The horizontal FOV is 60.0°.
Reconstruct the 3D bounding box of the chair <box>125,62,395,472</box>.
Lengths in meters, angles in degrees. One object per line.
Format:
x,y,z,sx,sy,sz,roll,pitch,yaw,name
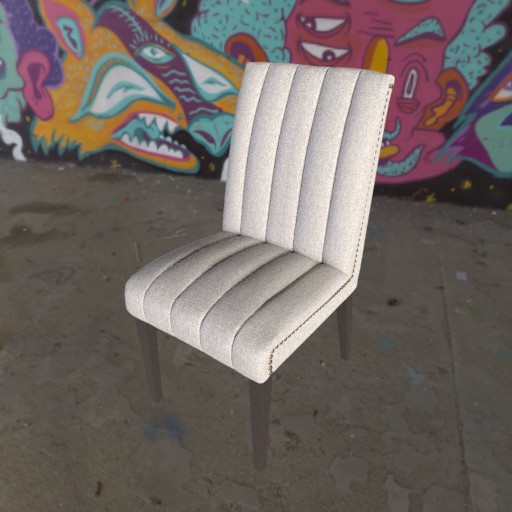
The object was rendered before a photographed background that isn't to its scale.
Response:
0.000,0.000,1.337,0.511,1.016,0.647,20,35,31,chair
